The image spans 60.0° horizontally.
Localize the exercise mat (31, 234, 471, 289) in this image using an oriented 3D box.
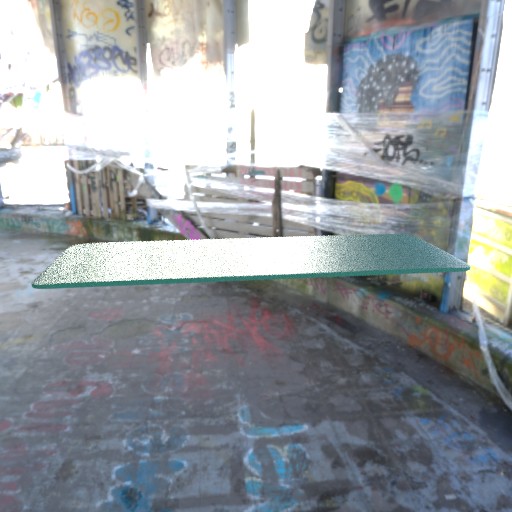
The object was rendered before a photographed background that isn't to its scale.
[{"bbox_3d":[0.000,0.000,2.123,1.869,0.021,0.616,-2,17,-7],"label":"exercise mat"}]
